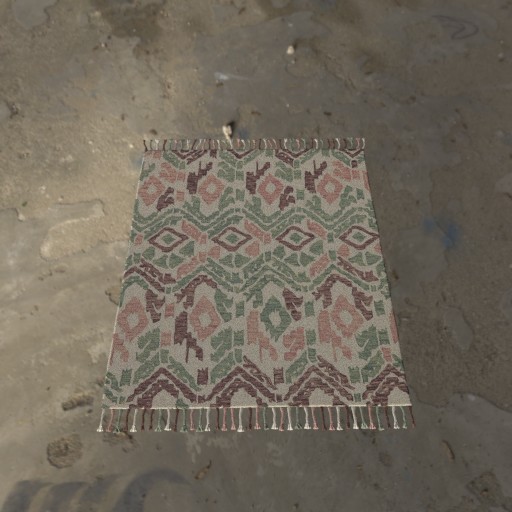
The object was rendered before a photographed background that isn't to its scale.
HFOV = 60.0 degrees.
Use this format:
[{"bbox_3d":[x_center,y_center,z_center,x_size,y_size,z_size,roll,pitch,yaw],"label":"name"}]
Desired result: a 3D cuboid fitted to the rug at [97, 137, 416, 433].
[{"bbox_3d":[0.000,0.000,4.071,2.438,0.010,3.048,-1,58,0],"label":"rug"}]
